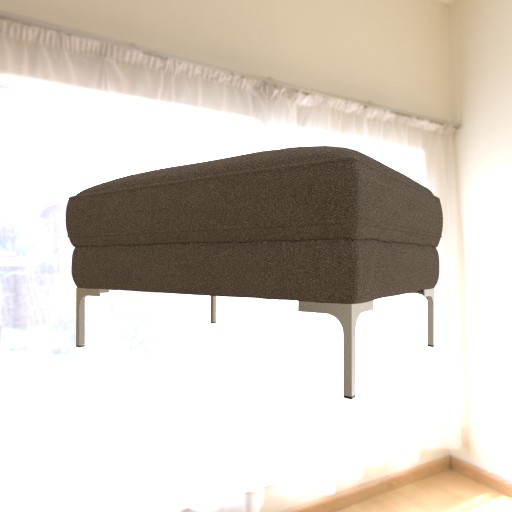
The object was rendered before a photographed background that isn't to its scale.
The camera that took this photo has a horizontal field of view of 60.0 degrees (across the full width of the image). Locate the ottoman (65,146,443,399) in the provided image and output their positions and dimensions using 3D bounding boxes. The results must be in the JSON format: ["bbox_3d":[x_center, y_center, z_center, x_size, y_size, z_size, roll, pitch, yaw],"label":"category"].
[{"bbox_3d":[0.000,0.000,1.139,0.785,0.464,0.583,0,-1,35],"label":"ottoman"}]
